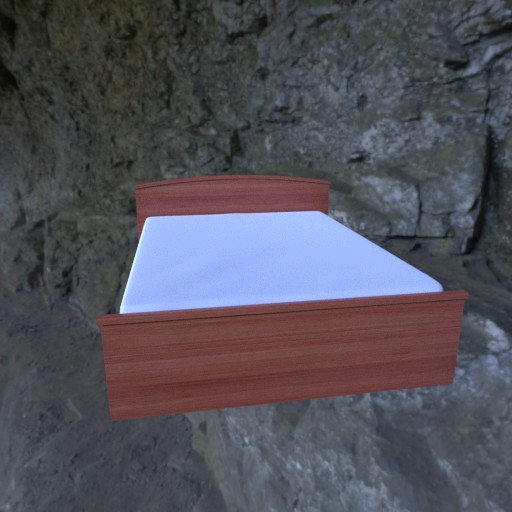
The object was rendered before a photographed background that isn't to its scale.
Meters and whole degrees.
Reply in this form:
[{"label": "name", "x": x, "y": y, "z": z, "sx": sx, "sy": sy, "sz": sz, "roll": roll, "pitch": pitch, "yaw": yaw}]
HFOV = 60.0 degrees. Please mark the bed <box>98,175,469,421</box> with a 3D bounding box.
[{"label": "bed", "x": 0.000, "y": 0.000, "z": 2.948, "sx": 1.683, "sy": 0.848, "sz": 2.053, "roll": -3, "pitch": 17, "yaw": -10}]
